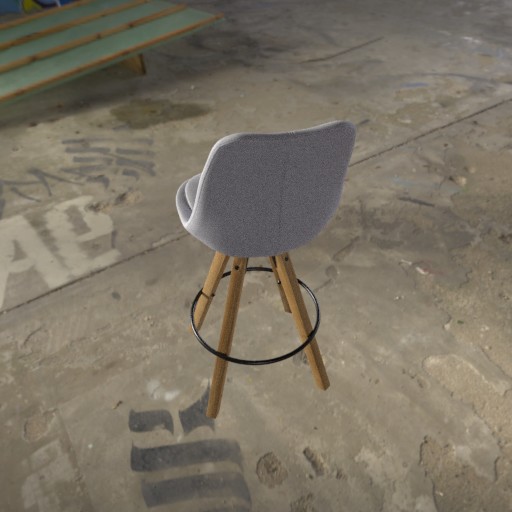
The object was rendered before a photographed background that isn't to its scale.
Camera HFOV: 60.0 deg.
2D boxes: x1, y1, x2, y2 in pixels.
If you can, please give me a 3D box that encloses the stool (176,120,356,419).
[{"bbox_3d":[0.000,0.000,1.431,0.484,1.115,0.550,-10,42,-12],"label":"stool"}]
